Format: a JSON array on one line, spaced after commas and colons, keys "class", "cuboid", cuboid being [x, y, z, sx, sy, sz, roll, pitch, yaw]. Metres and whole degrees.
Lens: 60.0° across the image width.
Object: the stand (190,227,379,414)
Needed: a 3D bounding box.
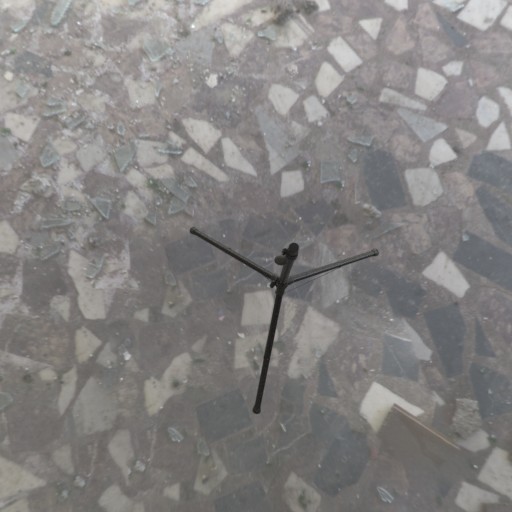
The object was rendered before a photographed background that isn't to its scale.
[{"class": "stand", "cuboid": [0.000, 0.000, 2.782, 1.339, 1.595, 1.596, 39, 80, 8]}]
